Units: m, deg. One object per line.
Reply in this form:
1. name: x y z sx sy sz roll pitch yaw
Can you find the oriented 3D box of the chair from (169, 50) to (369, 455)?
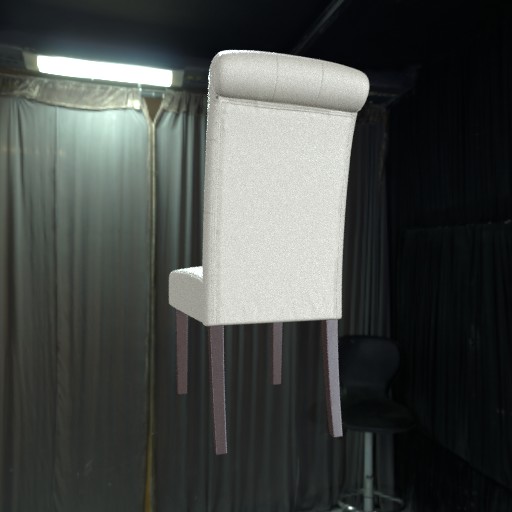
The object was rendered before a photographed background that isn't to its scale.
1. chair: 0.000 0.000 1.391 0.456 1.006 0.671 0 0 -19
